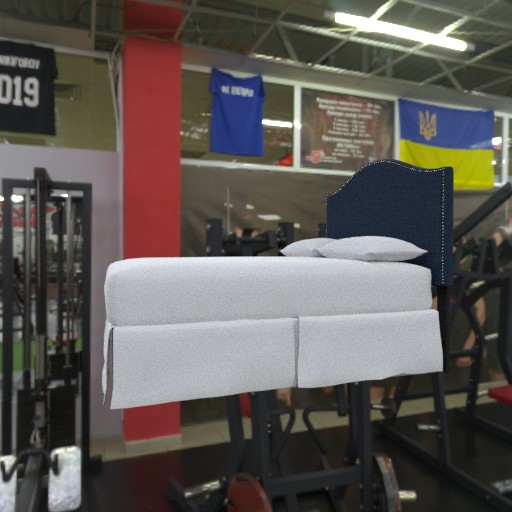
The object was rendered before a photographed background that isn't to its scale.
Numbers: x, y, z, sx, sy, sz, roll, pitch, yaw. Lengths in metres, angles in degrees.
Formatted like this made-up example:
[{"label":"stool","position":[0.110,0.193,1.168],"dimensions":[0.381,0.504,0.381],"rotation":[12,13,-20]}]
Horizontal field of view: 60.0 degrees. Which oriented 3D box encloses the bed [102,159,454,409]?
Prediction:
[{"label":"bed","position":[0.000,0.000,3.287],"dimensions":[2.153,1.518,1.725],"rotation":[0,1,-18]}]
